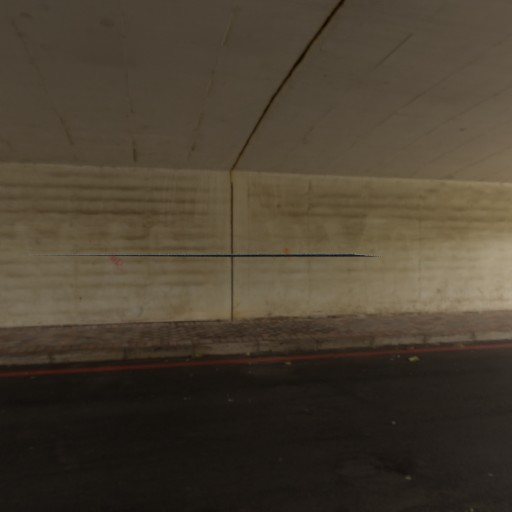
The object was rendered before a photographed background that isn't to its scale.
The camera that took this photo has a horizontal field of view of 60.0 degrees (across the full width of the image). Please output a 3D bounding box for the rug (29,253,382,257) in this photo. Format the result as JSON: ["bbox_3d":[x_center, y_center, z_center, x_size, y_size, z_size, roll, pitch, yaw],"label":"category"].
[{"bbox_3d":[0.000,0.000,2.347,1.206,0.003,1.835,0,0,18],"label":"rug"}]
